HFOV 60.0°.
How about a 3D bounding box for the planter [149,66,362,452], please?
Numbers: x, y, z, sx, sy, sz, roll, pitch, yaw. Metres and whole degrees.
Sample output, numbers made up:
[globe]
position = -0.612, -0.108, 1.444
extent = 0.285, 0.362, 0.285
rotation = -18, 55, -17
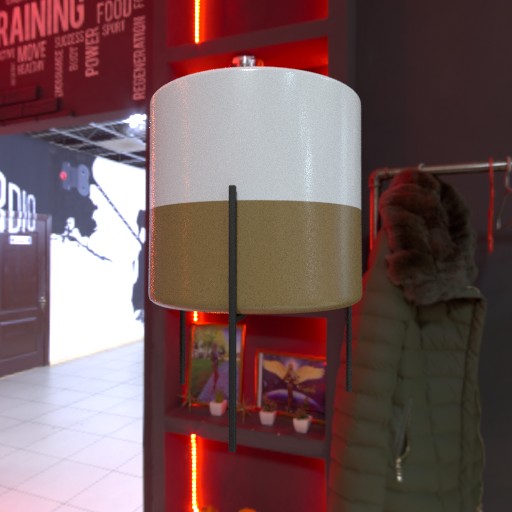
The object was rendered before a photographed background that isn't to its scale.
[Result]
[planter]
position = 0.000, 0.000, 0.653
extent = 0.310, 0.432, 0.310
rotation = 0, 0, -36
